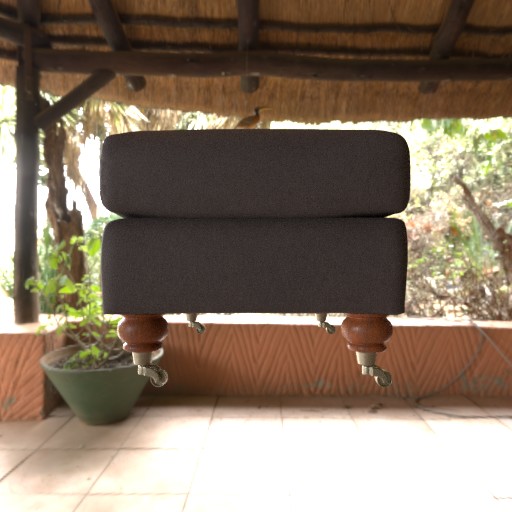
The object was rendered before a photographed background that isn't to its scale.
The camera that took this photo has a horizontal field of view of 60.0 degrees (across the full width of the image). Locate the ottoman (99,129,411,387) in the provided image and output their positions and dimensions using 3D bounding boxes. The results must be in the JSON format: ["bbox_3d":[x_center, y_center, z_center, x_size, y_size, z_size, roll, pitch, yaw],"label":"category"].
[{"bbox_3d":[0.000,0.000,1.145,0.574,0.497,0.773,0,-1,0],"label":"ottoman"}]
